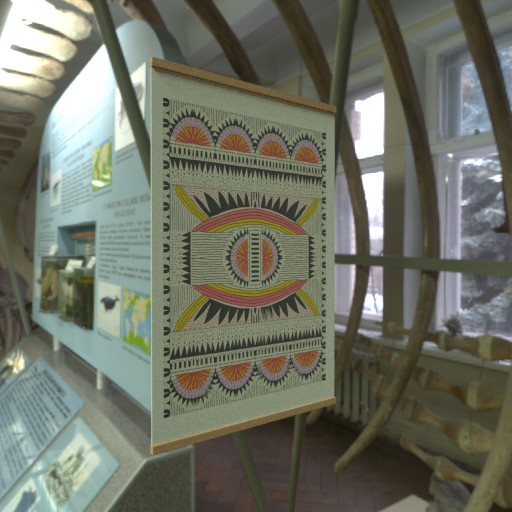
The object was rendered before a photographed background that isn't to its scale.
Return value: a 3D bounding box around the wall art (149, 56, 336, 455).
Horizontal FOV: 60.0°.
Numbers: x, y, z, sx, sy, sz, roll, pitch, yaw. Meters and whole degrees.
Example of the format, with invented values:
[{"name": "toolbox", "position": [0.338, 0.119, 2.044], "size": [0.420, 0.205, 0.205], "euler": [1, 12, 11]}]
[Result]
[{"name": "wall art", "position": [0.000, 0.000, 2.007], "size": [0.999, 1.533, 0.028], "euler": [0, 1, -36]}]
